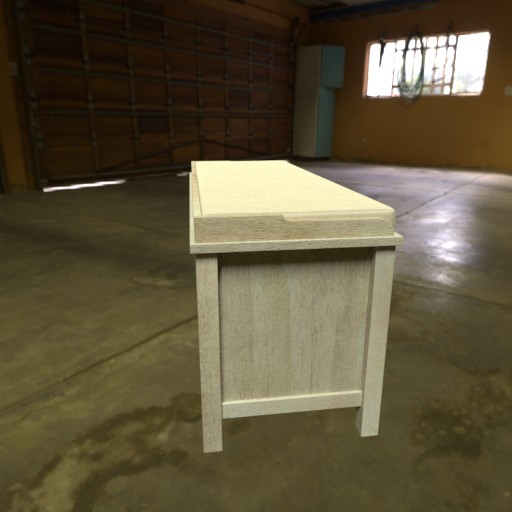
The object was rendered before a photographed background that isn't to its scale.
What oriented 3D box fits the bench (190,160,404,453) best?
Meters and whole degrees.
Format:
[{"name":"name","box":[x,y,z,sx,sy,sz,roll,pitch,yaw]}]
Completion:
[{"name":"bench","box":[0.000,0.000,1.404,0.398,0.501,1.140,-2,17,-8]}]
